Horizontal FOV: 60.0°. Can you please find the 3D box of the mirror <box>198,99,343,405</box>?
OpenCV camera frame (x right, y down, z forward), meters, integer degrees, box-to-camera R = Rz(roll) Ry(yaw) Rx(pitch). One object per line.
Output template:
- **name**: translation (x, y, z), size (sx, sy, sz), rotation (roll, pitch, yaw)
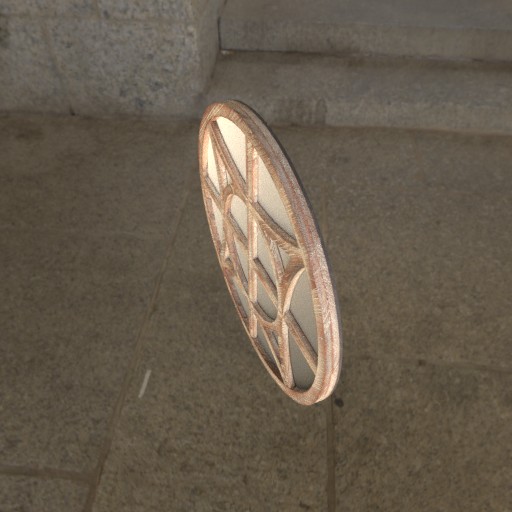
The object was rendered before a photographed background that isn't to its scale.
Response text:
- **mirror**: translation (0.000, 0.000, 1.057), size (0.038, 0.710, 0.710), rotation (-18, 49, -16)
